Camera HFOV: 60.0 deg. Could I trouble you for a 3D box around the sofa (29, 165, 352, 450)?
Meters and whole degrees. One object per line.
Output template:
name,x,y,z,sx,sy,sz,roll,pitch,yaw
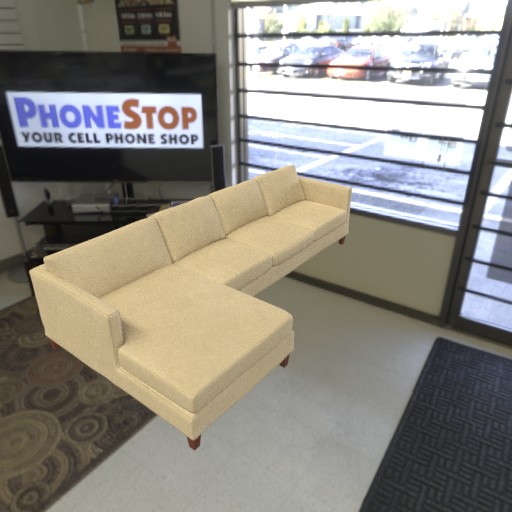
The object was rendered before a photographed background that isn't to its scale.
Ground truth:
sofa,0.000,0.000,3.919,1.625,0.846,3.186,19,32,33
